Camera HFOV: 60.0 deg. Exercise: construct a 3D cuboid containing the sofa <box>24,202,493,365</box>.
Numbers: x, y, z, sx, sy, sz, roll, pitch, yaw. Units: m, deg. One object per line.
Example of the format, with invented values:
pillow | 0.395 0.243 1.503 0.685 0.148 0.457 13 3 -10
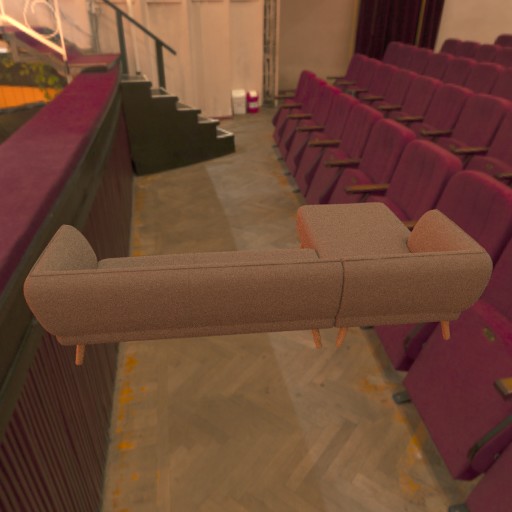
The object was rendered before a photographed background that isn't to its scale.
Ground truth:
sofa | 0.000 0.000 3.245 2.653 0.693 1.532 -3 30 -5
